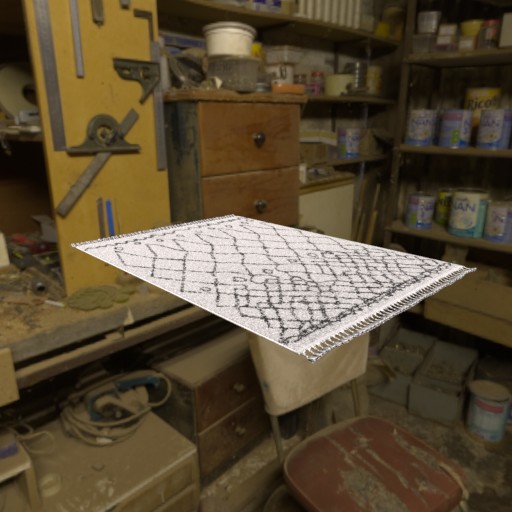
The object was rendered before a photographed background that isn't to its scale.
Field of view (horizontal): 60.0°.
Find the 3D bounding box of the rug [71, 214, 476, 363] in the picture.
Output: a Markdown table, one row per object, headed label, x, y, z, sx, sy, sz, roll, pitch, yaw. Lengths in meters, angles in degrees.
| label | x | y | z | sx | sy | sz | roll | pitch | yaw |
| --- | --- | --- | --- | --- | --- | --- | --- | --- | --- |
| rug | 0.000 | 0.000 | 3.030 | 1.613 | 0.017 | 2.312 | -16 | 23 | -42 |
